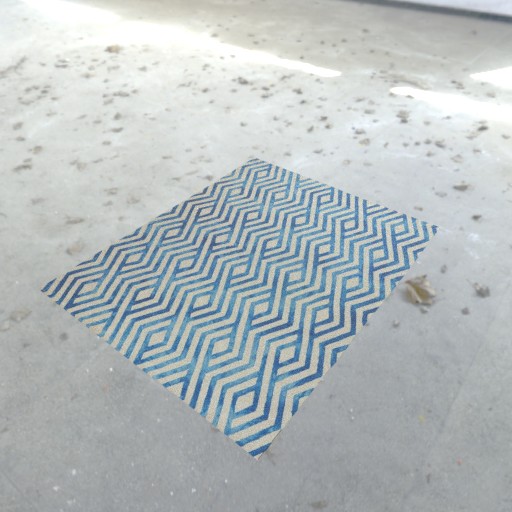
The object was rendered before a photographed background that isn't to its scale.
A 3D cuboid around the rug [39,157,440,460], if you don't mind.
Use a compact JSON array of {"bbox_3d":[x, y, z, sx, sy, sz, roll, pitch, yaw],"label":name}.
[{"bbox_3d":[0.000,0.000,4.229,2.453,0.008,3.059,27,47,28],"label":"rug"}]
